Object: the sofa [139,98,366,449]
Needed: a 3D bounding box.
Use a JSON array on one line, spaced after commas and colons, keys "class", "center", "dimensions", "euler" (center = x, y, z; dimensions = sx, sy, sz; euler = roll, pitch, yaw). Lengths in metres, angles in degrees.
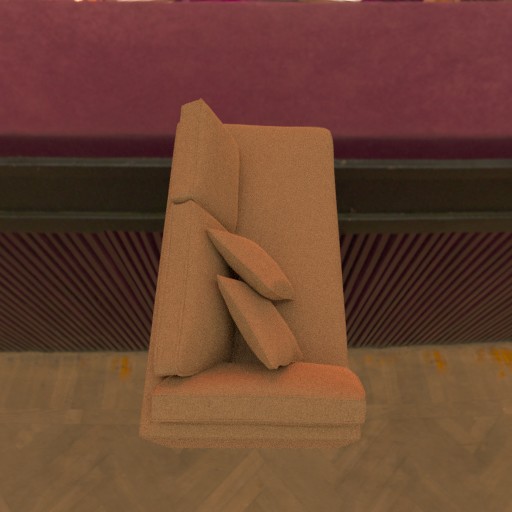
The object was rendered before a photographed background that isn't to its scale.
[{"class": "sofa", "center": [0.000, 0.000, 2.852], "dimensions": [1.110, 1.033, 2.237], "euler": [1, 63, 0]}]
